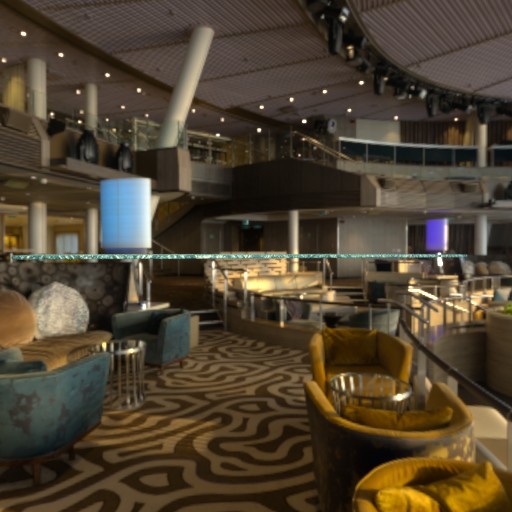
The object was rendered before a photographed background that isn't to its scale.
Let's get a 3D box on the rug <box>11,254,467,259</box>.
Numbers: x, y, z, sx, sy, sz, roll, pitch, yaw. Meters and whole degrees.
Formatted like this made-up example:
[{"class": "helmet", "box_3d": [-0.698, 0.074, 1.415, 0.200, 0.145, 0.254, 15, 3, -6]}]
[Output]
[{"class": "rug", "box_3d": [0.000, 0.000, 2.451, 2.286, 0.016, 0.676, 0, 1, -19]}]
